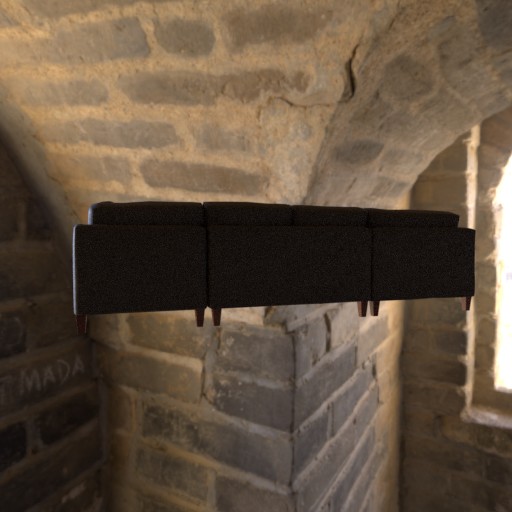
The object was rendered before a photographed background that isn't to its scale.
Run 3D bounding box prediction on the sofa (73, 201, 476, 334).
[{"bbox_3d":[0.000,0.000,4.731,3.460,0.961,2.594,-1,2,-18],"label":"sofa"}]
